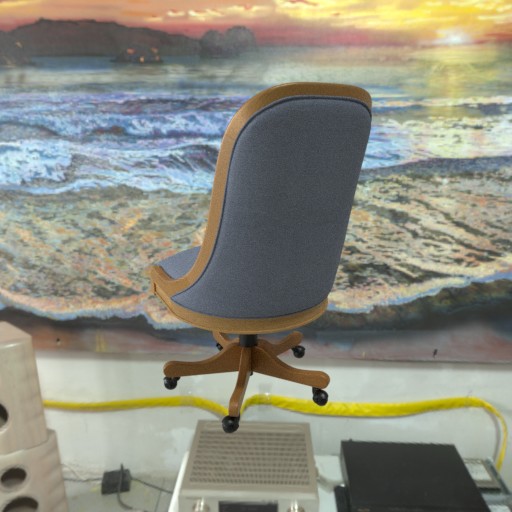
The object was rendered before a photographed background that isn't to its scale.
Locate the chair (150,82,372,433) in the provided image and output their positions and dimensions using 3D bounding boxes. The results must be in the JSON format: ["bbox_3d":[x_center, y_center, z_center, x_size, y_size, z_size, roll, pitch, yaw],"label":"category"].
[{"bbox_3d":[0.000,0.000,1.497,0.605,1.031,0.735,-8,17,-27],"label":"chair"}]
